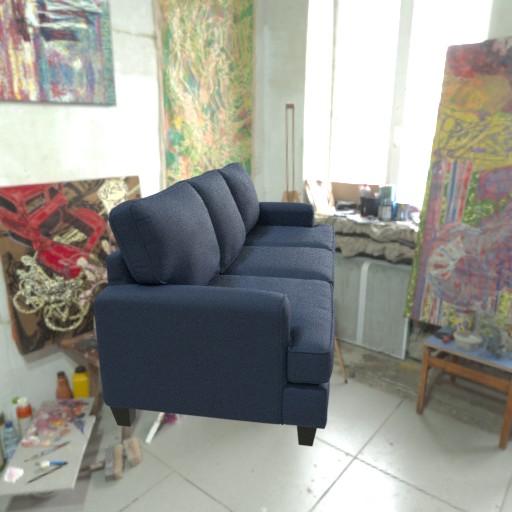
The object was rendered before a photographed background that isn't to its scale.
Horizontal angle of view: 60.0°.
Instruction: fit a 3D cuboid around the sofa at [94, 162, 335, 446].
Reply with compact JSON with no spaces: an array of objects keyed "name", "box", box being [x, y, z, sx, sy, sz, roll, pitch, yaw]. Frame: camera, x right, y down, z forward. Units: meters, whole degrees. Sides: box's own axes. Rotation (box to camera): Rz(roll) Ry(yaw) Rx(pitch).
[{"name":"sofa","box":[0.000,0.000,2.665,0.951,0.965,2.158,3,17,9]}]
